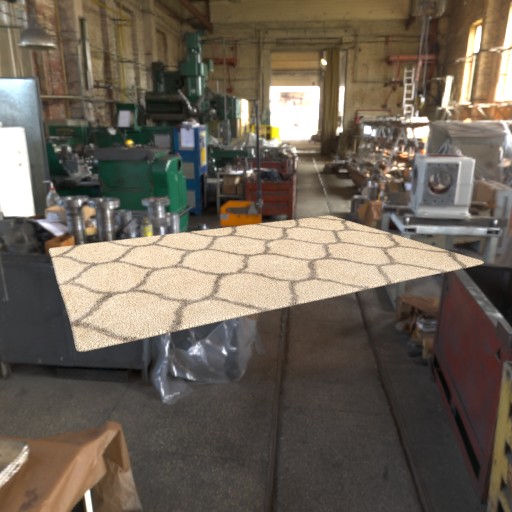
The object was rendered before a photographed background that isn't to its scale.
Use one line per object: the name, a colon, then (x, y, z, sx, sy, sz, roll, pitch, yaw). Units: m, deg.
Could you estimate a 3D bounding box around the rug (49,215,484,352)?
rug: (0.000, 0.000, 3.285, 2.701, 0.026, 1.801, -9, 19, -26)
